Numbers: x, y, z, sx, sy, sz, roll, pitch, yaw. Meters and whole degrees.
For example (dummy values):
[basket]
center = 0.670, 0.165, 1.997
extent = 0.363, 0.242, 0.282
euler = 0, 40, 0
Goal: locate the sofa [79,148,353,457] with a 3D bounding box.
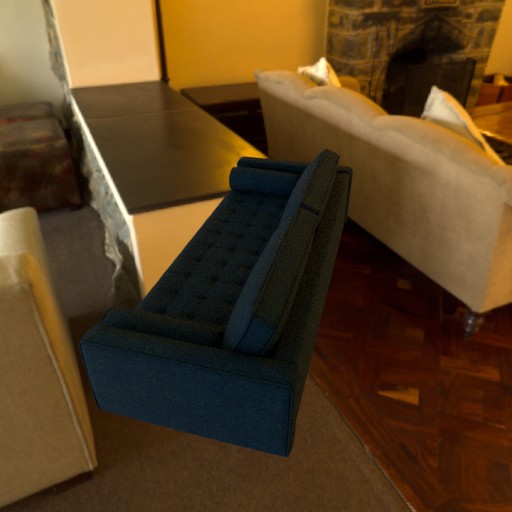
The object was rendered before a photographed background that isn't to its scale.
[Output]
[sofa]
center = 0.000, 0.000, 2.668
extent = 0.914, 0.762, 2.210
euler = 9, 34, 13
